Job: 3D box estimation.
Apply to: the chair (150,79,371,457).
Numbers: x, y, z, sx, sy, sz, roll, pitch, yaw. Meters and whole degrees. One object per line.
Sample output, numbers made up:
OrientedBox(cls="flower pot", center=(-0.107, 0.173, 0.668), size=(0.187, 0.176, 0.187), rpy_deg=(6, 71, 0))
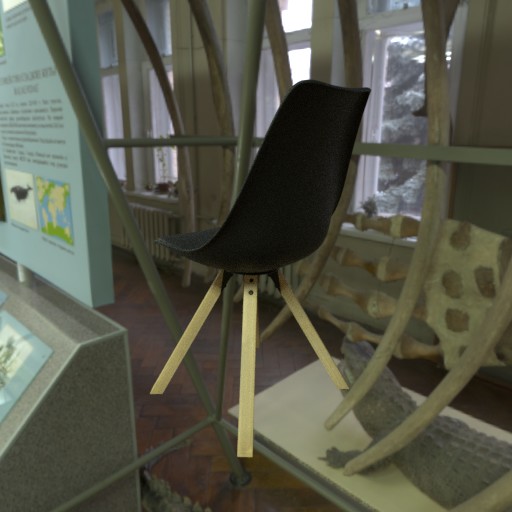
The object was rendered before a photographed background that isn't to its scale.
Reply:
OrientedBox(cls="chair", center=(0.000, 0.000, 1.217), size=(0.549, 0.850, 0.485), rpy_deg=(15, 21, 43))
